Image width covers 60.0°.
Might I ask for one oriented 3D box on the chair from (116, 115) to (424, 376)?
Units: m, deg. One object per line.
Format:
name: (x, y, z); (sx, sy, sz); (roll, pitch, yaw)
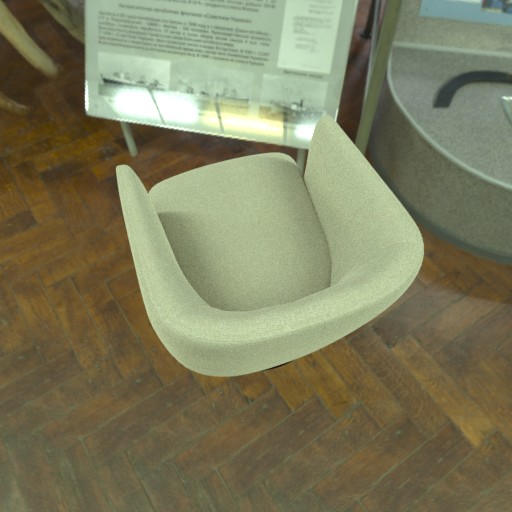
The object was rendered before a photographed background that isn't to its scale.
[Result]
chair: (0.000, 0.000, 1.654); (0.822, 0.861, 0.986); (-17, 59, -10)
